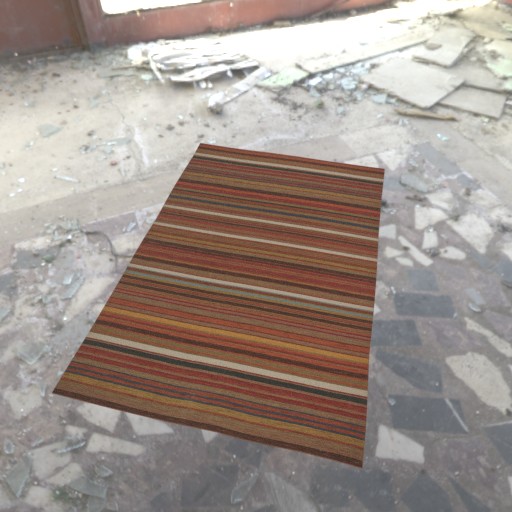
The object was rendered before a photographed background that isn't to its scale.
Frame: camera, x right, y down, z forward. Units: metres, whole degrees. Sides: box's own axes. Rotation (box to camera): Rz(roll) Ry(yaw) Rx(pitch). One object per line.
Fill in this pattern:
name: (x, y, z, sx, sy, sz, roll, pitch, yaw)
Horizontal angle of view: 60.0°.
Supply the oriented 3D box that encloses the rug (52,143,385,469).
rug: (0.000, 0.000, 2.260, 1.217, 0.007, 1.828, 10, 48, 9)
